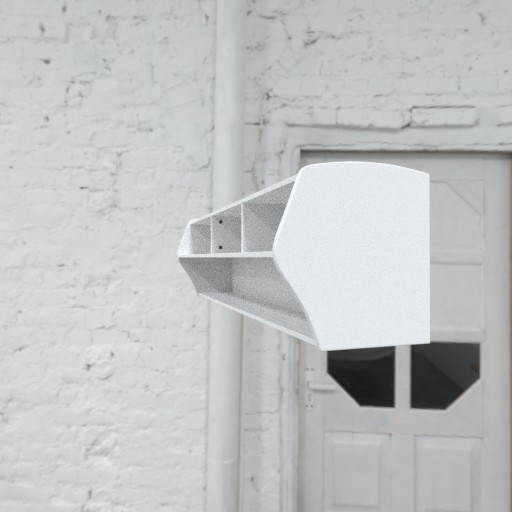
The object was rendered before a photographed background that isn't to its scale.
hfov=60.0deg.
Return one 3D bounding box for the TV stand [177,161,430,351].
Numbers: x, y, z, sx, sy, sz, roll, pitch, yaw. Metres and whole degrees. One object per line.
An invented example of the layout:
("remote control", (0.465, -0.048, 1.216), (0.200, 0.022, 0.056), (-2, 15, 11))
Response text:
("TV stand", (0.000, 0.000, 1.700), (0.397, 0.424, 1.473), (0, 0, -18))
